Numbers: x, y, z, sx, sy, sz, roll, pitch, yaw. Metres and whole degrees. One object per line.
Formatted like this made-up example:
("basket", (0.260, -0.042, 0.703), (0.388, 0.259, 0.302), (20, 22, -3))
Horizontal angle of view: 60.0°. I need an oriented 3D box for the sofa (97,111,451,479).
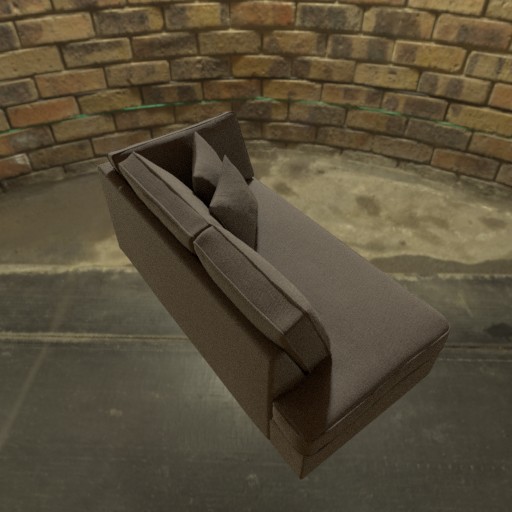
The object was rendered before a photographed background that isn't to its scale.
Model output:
("sofa", (0.000, 0.000, 2.822), (1.110, 1.033, 2.237), (-27, 49, -26))
